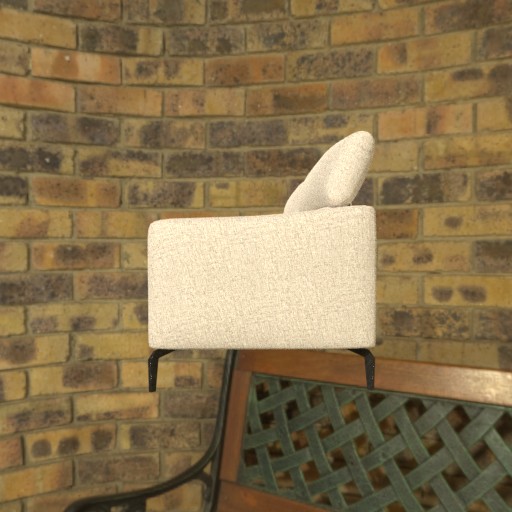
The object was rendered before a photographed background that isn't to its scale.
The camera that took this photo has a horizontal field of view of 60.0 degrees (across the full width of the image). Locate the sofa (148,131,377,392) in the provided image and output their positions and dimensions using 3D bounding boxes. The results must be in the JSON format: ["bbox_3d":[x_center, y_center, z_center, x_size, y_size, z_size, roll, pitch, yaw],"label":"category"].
[{"bbox_3d":[0.000,0.000,2.504,0.856,0.956,2.015,0,0,-1],"label":"sofa"}]
